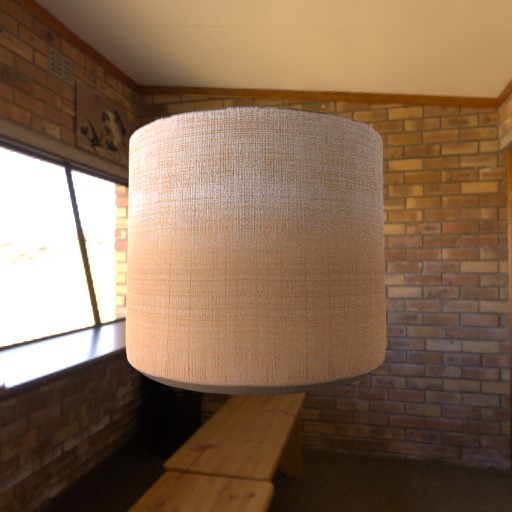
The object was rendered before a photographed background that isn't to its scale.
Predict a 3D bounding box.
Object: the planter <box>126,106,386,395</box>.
[{"bbox_3d":[0.000,0.000,0.451,0.254,0.221,0.254,0,-1,0],"label":"planter"}]
